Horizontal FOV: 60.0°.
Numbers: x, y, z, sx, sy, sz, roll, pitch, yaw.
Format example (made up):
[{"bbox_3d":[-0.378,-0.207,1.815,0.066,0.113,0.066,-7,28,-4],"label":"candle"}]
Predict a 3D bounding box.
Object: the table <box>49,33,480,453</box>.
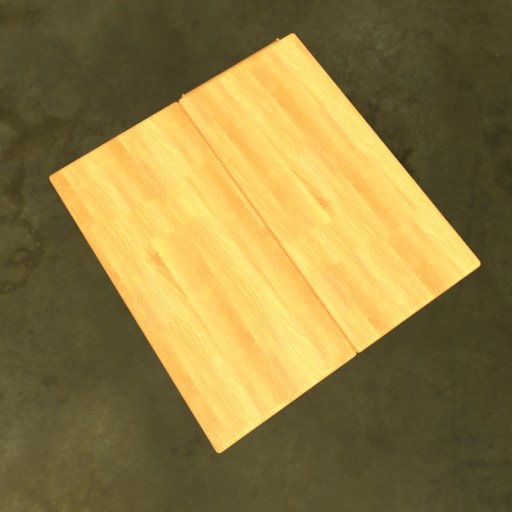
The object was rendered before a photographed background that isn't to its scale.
[{"bbox_3d":[0.000,0.000,1.401,0.693,0.832,0.752,-33,79,-7],"label":"table"}]
